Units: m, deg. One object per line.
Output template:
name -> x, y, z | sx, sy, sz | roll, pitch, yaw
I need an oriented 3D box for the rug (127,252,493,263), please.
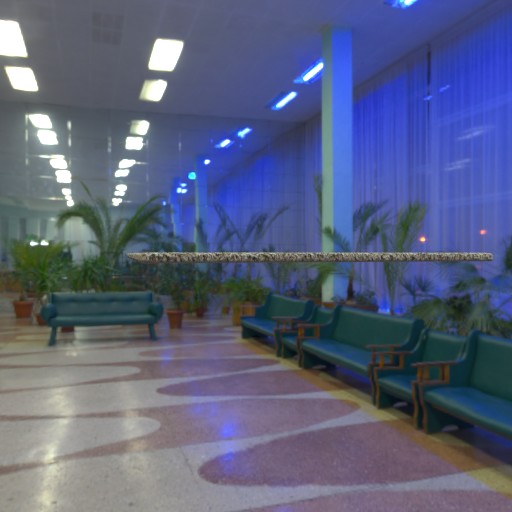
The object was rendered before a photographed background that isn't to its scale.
rug -> 0.000, 0.000, 2.236 | 1.219, 0.030, 1.778 | 0, 0, -17
